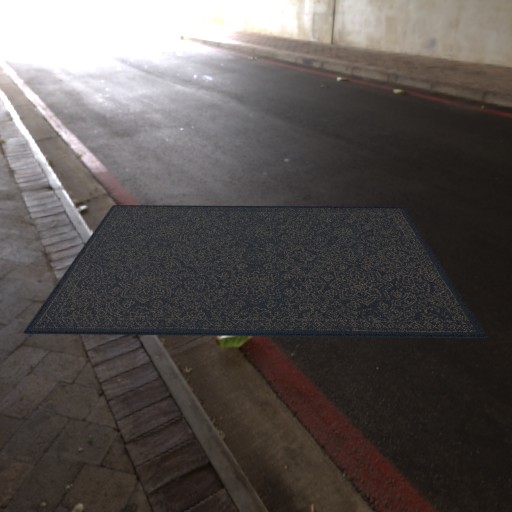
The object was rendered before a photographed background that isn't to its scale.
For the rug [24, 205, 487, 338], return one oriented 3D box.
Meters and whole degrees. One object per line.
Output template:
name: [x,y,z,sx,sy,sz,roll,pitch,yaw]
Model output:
rug: [0.000,0.000,2.263,1.829,0.010,1.219,0,31,1]
